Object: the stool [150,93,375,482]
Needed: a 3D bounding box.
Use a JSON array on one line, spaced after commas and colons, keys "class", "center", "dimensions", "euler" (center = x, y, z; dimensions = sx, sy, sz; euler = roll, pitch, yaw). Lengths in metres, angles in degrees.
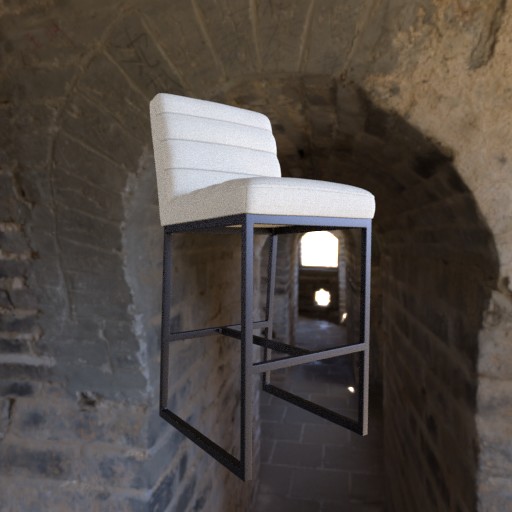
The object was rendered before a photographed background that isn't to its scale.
[{"class": "stool", "center": [0.000, 0.000, 1.356], "dimensions": [0.460, 1.040, 0.560], "euler": [-2, 3, -36]}]
